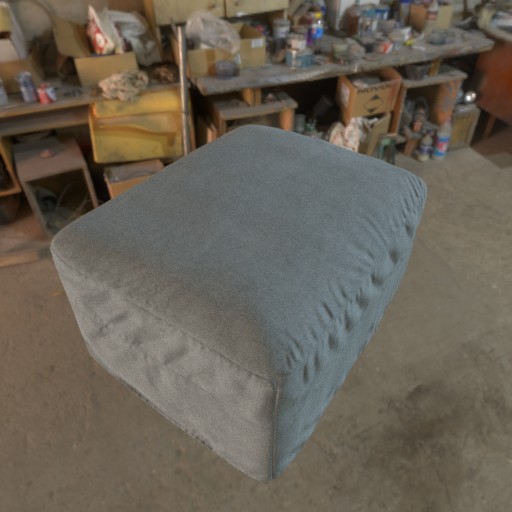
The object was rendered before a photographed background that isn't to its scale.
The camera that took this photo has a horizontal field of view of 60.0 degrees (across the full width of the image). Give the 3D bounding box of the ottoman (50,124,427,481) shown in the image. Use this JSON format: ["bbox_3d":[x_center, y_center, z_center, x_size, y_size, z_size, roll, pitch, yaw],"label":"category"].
[{"bbox_3d":[0.000,0.000,1.226,0.683,0.481,0.837,24,46,26],"label":"ottoman"}]
